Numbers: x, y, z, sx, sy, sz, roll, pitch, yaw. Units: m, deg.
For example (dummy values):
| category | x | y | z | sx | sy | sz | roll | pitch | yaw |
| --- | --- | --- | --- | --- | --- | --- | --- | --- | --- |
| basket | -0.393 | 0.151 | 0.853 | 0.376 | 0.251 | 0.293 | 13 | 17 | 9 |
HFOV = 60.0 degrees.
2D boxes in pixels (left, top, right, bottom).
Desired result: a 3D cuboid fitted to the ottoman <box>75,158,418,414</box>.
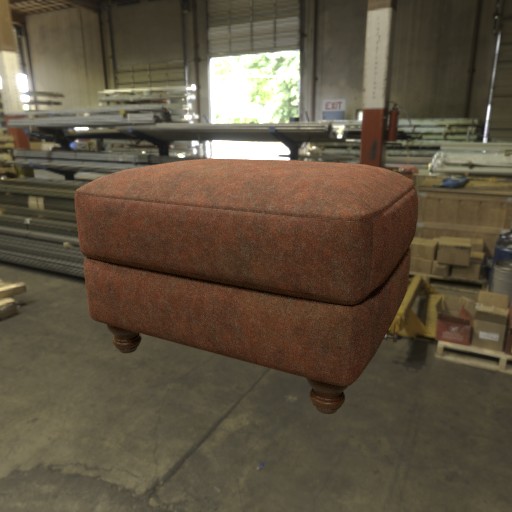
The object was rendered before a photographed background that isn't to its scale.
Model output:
| category | x | y | z | sx | sy | sz | roll | pitch | yaw |
| --- | --- | --- | --- | --- | --- | --- | --- | --- | --- |
| ottoman | 0.000 | 0.000 | 1.224 | 0.787 | 0.508 | 0.635 | 8 | 19 | 26 |
